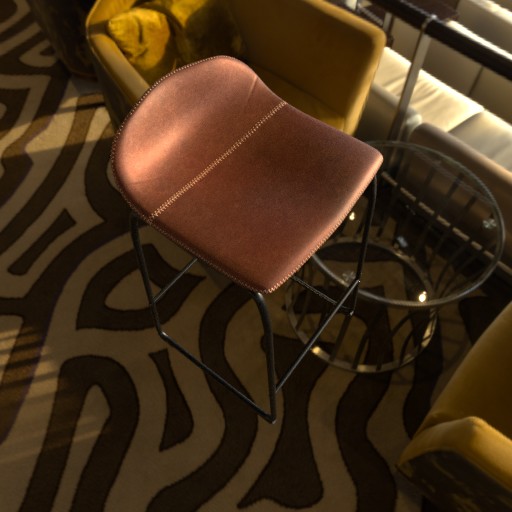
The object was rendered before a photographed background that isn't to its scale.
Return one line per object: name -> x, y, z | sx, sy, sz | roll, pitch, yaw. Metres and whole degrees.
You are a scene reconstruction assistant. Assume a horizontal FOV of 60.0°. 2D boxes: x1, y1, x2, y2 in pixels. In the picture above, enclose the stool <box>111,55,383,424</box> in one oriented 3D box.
stool -> 0.000, 0.000, 1.123 | 0.473, 0.830, 0.454 | 33, 62, 19
